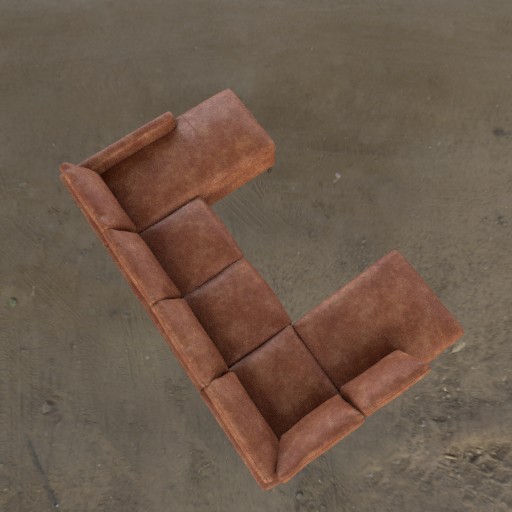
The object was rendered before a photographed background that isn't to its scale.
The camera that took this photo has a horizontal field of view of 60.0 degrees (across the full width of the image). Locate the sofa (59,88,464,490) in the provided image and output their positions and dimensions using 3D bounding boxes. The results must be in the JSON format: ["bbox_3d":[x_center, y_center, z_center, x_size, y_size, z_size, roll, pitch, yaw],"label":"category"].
[{"bbox_3d":[0.000,0.000,3.683,1.939,0.900,2.956,-34,77,-9],"label":"sofa"}]
